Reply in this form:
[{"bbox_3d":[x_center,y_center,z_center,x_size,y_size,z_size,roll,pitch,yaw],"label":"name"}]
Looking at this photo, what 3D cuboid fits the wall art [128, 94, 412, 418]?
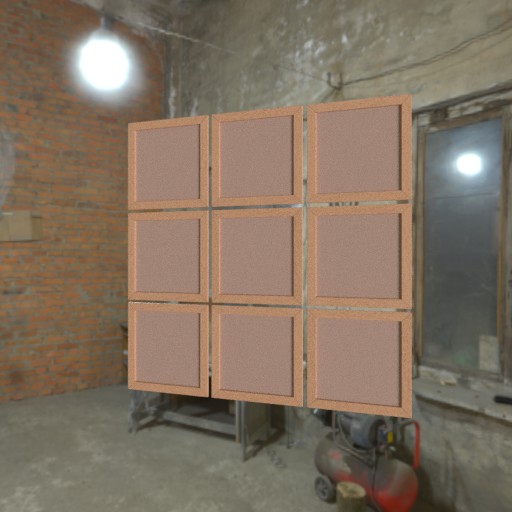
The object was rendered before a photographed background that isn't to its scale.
[{"bbox_3d":[0.000,0.000,2.294,1.519,1.507,0.014,0,0,17],"label":"wall art"}]
